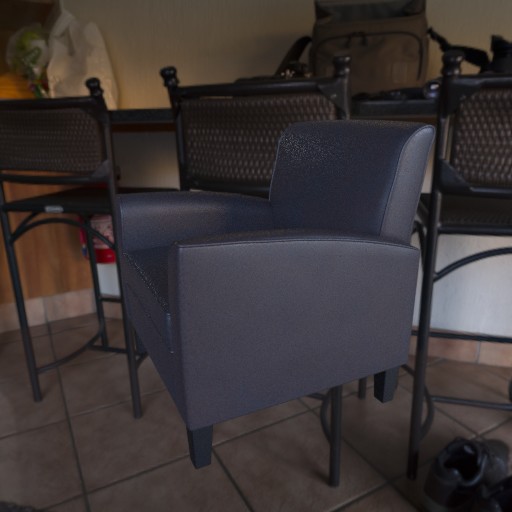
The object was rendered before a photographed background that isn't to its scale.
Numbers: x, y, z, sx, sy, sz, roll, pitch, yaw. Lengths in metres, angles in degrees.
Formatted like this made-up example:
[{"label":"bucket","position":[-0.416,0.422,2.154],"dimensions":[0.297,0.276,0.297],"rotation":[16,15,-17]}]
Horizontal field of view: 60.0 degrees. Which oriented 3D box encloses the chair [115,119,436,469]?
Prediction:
[{"label":"chair","position":[0.000,0.000,1.557],"dimensions":[0.819,0.916,0.820],"rotation":[-8,19,-25]}]
